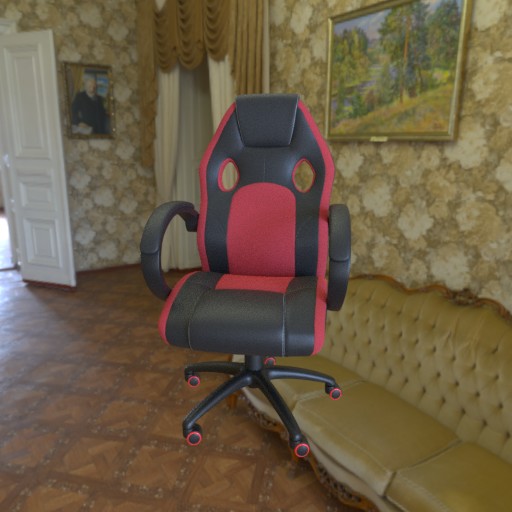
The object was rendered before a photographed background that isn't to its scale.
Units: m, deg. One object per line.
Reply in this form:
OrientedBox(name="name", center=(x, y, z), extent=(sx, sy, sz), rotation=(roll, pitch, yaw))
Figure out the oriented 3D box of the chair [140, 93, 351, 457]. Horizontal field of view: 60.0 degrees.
OrientedBox(name="chair", center=(0.000, 0.000, 1.612), extent=(0.673, 1.187, 0.724), rotation=(2, 14, 9))
